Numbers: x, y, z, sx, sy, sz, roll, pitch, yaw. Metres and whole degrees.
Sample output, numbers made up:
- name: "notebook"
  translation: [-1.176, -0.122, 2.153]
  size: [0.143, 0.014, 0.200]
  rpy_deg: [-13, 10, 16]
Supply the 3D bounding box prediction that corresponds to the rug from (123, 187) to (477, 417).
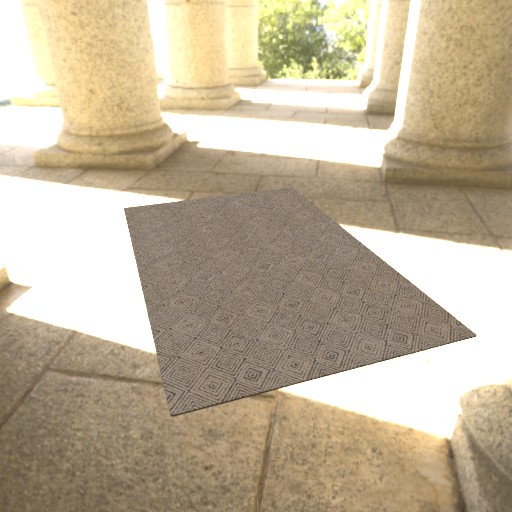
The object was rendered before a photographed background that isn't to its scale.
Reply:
- name: "rug"
  translation: [0.000, 0.000, 2.265]
  size: [1.175, 0.008, 1.783]
  rpy_deg: [-9, 30, -17]
